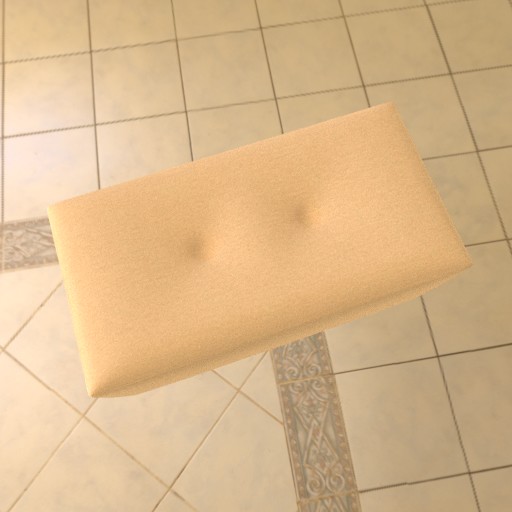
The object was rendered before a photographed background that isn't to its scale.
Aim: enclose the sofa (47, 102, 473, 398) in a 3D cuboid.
[{"bbox_3d":[0.000,0.000,1.202,0.930,0.470,0.480,-18,75,-5],"label":"sofa"}]
